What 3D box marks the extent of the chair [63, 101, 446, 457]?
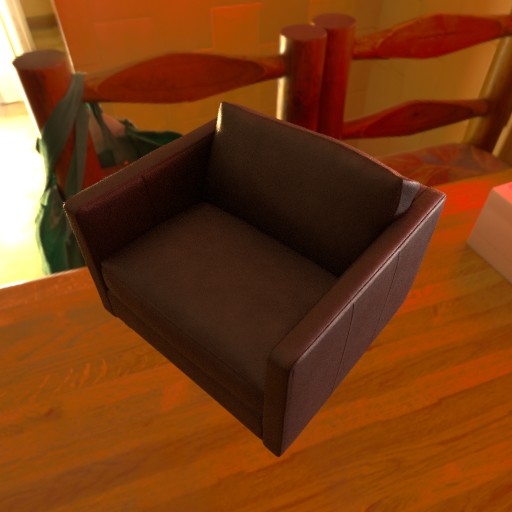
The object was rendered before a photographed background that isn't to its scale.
[{"bbox_3d":[0.000,0.000,1.609,0.939,0.811,0.862,32,54,27],"label":"chair"}]
